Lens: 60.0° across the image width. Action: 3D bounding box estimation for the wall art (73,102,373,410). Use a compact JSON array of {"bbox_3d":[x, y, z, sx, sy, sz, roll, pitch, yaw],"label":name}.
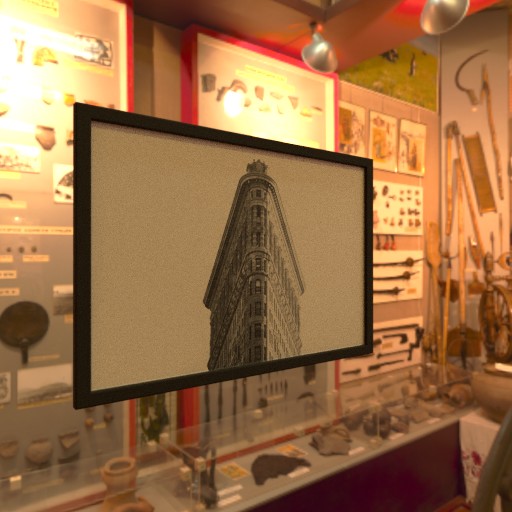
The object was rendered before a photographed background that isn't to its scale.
[{"bbox_3d":[0.000,0.000,1.230,0.958,0.656,0.026,0,0,-35],"label":"wall art"}]
